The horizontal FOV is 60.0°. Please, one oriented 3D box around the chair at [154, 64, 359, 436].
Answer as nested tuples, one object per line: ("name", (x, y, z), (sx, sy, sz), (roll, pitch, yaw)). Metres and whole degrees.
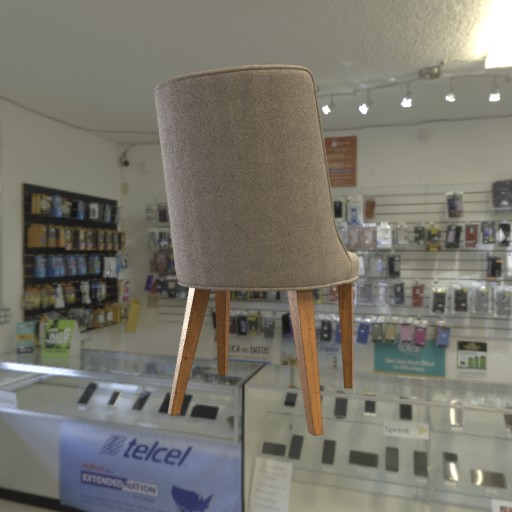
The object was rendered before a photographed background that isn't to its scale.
("chair", (0.000, 0.000, 1.334), (0.548, 0.916, 0.636), (0, 1, 19))
